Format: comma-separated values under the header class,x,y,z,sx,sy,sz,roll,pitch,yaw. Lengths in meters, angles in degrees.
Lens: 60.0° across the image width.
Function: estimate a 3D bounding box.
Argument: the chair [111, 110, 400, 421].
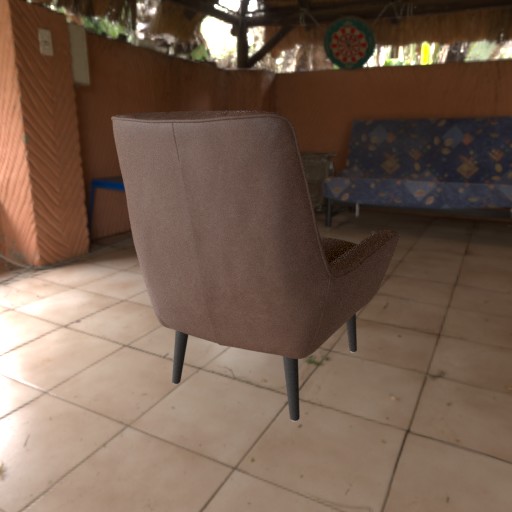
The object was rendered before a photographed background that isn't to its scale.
class,x,y,z,sx,sy,sz,roll,pitch,yaw
chair,0.000,0.000,1.468,0.787,0.888,0.824,8,18,26
